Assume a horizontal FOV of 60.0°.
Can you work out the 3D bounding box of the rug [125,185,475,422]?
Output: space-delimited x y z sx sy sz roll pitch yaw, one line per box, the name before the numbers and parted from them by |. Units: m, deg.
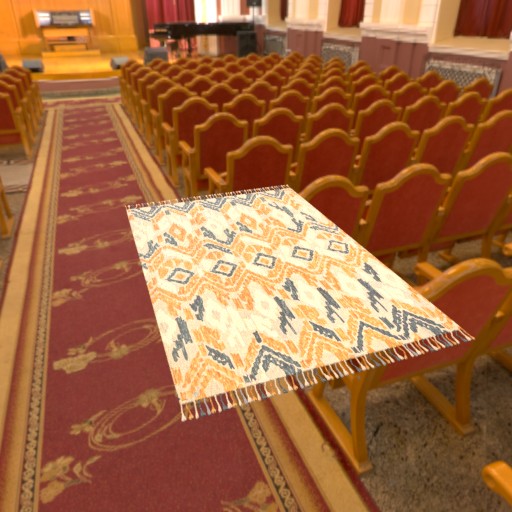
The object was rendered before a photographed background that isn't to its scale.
rug | 0.000 0.000 3.043 1.533 0.010 2.428 -10 31 -17
